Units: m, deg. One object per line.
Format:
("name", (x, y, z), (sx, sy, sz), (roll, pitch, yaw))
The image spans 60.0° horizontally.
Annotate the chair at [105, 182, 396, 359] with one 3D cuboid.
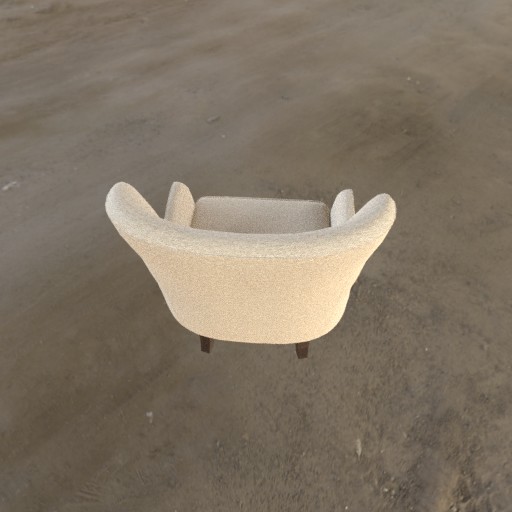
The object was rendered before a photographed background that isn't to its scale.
("chair", (0.000, 0.000, 1.836), (0.861, 1.064, 0.984), (3, 45, 3))
